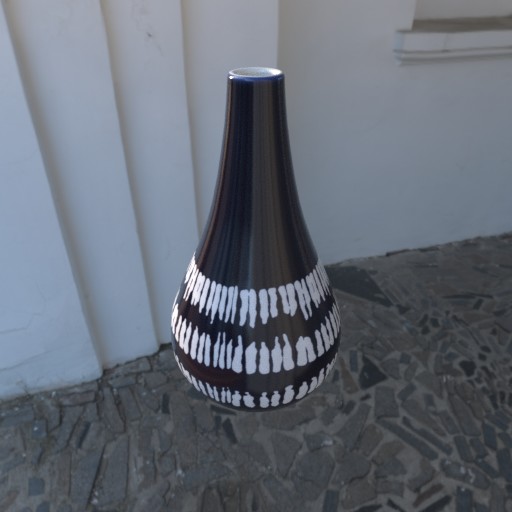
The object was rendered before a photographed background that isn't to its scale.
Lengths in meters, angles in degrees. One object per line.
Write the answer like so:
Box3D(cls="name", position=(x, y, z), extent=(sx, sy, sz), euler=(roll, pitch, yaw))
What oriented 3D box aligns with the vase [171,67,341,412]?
Box3D(cls="vase", position=(0.000, 0.000, 0.379), extent=(0.159, 0.295, 0.159), euler=(0, 32, 0))
